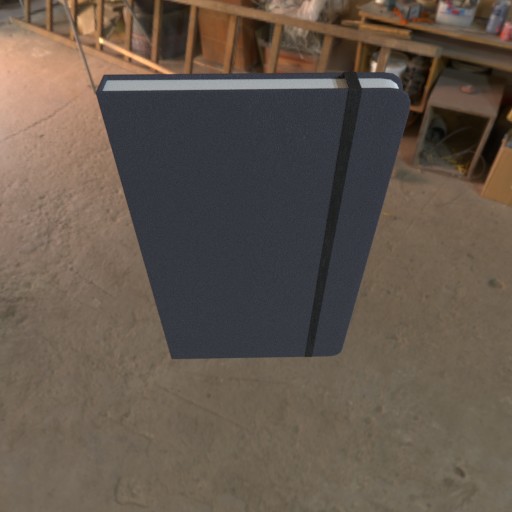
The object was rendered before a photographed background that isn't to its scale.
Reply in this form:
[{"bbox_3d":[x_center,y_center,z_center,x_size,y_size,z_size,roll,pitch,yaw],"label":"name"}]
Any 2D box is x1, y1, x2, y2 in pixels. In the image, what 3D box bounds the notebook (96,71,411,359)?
[{"bbox_3d":[0.000,0.000,0.259,0.127,0.213,0.016,-1,48,-1],"label":"notebook"}]
